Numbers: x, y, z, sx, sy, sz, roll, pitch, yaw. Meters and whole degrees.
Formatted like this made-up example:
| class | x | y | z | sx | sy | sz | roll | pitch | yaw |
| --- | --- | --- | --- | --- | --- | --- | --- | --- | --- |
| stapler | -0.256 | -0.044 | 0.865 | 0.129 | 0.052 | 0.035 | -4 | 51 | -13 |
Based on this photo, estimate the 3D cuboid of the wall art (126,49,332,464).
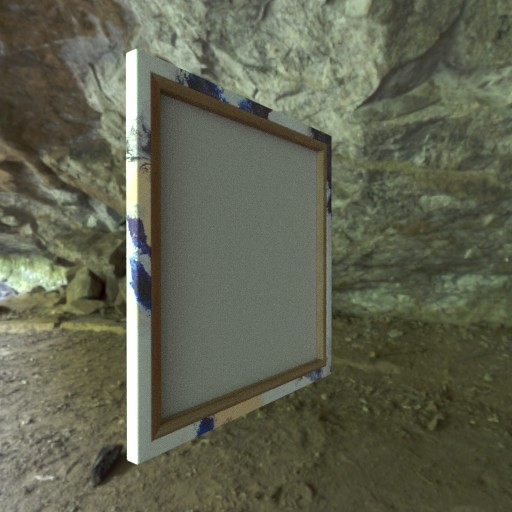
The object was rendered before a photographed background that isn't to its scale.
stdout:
| class | x | y | z | sx | sy | sz | roll | pitch | yaw |
| --- | --- | --- | --- | --- | --- | --- | --- | --- | --- |
| wall art | 0.000 | 0.000 | 1.304 | 0.038 | 0.885 | 0.887 | 0 | 1 | 37 |
